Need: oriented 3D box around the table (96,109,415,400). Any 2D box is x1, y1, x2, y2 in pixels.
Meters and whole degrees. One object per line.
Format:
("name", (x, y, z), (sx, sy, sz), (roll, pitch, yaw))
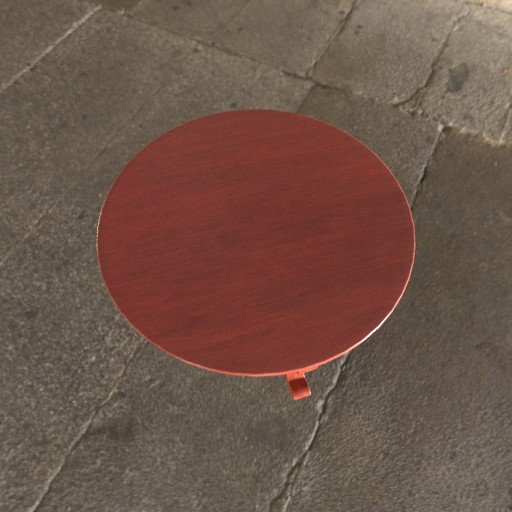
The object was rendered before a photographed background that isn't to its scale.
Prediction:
("table", (0.000, 0.000, 1.653), (1.029, 0.486, 1.029), (0, 60, 0))
